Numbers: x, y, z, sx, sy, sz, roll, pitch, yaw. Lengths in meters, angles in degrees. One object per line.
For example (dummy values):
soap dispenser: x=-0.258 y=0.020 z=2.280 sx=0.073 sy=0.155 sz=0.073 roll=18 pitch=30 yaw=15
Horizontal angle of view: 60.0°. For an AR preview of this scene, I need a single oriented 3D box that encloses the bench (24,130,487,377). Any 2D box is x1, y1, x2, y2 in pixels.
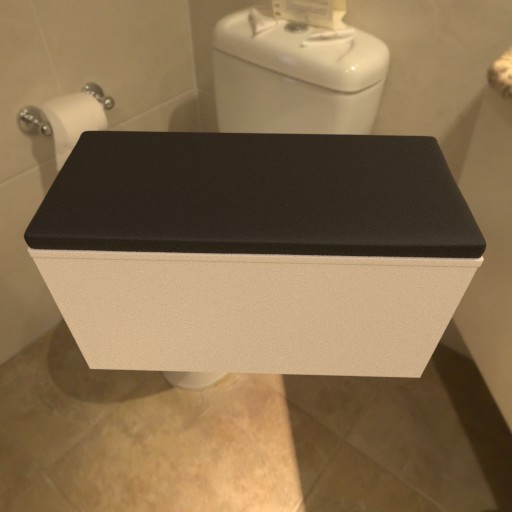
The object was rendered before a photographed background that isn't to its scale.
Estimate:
bench: x=0.000 y=0.000 z=1.156 sx=0.899 sy=0.500 sz=0.401 roll=1 pitch=46 yaw=1
